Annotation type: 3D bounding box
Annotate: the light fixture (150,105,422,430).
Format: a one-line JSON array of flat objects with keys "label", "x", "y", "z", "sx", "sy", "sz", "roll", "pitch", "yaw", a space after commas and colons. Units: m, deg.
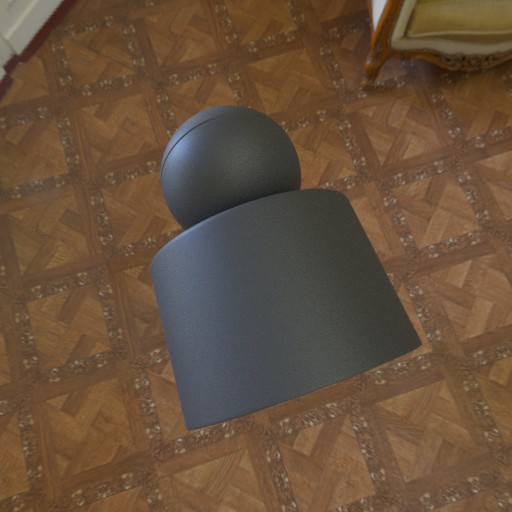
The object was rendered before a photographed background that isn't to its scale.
[{"label": "light fixture", "x": 0.000, "y": 0.000, "z": 0.269, "sx": 0.134, "sy": 0.143, "sz": 0.160, "roll": -19, "pitch": 76, "yaw": -5}]
